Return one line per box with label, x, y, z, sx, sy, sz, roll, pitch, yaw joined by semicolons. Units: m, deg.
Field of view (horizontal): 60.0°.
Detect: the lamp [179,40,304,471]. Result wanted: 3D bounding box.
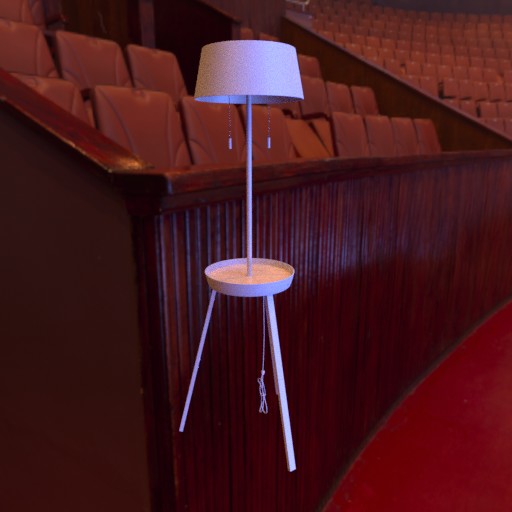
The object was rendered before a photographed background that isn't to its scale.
lamp;0.000;0.000;1.666;0.508;1.429;0.468;8;17;26
